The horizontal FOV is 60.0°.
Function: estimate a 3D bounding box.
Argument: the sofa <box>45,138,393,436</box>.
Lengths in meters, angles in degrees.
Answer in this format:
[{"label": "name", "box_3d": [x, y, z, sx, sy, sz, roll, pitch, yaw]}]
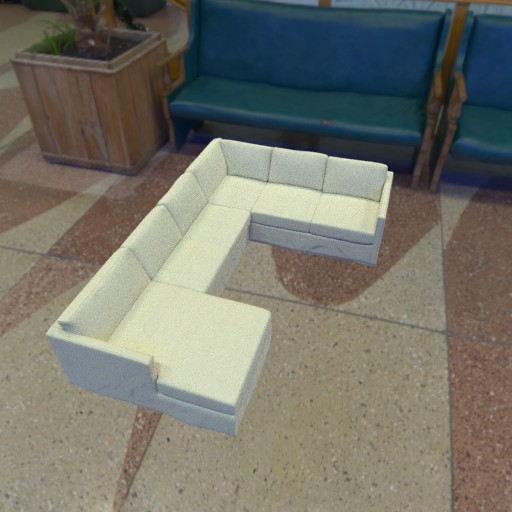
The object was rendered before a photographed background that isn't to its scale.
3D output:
[{"label": "sofa", "box_3d": [0.000, 0.000, 4.613, 2.448, 0.882, 3.464, 12, 42, 13]}]
